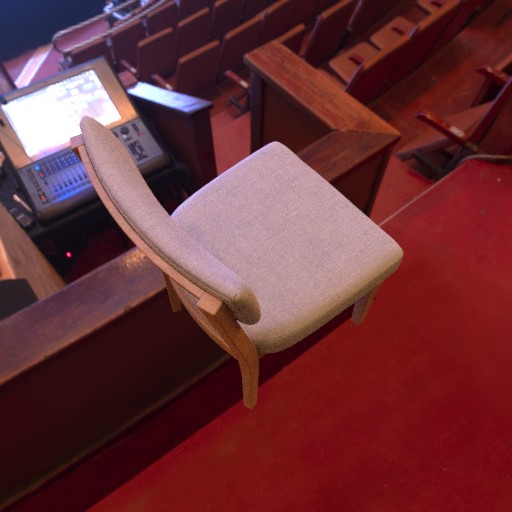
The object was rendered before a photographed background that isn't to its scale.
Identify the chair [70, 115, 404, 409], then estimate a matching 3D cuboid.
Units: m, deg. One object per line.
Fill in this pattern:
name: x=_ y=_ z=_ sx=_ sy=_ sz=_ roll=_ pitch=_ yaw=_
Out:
chair: x=0.000 y=0.000 z=1.141 sx=0.572 sy=0.832 sz=0.508 roll=-34 pitch=64 yaw=-19
